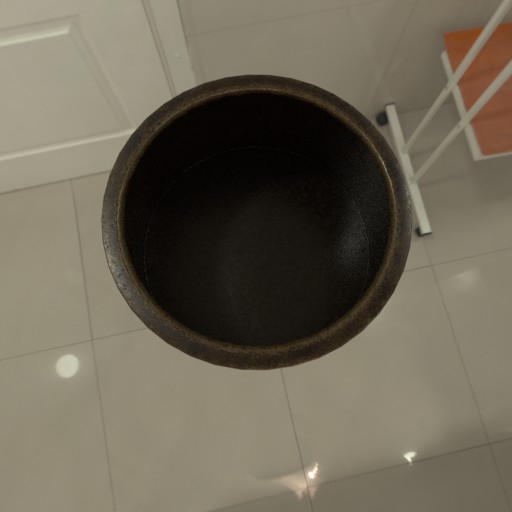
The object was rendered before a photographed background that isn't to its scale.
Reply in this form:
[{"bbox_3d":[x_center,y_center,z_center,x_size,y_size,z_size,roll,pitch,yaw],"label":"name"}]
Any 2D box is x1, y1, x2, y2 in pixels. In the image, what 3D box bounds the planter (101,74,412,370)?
[{"bbox_3d":[0.000,0.000,0.711,0.345,0.465,0.354,-12,77,-3],"label":"planter"}]
